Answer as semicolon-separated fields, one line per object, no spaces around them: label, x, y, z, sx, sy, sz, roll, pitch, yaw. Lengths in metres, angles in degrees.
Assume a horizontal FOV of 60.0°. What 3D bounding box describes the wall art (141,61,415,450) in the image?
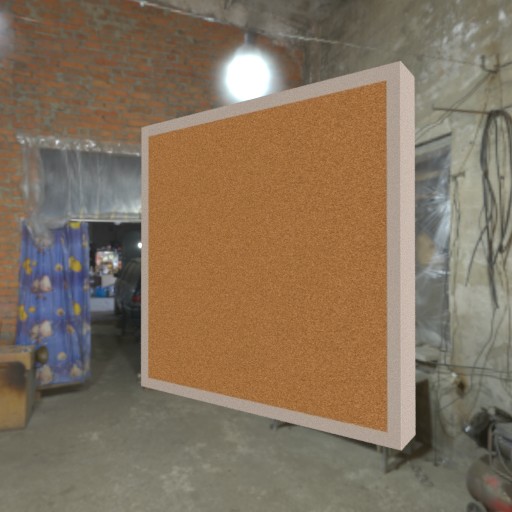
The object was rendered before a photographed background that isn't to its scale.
wall art;0.000;0.000;0.450;0.305;0.305;0.038;0;0;35
